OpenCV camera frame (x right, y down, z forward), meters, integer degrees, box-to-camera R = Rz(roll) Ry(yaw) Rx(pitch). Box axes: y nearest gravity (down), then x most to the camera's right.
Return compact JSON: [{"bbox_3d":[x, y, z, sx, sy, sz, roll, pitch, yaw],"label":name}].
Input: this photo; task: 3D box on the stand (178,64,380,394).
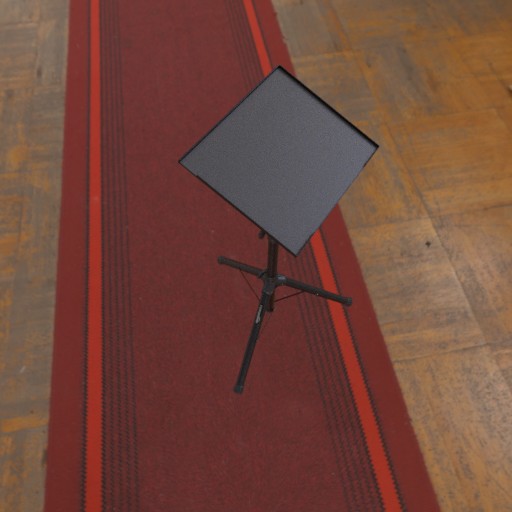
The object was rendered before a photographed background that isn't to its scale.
[{"bbox_3d":[0.000,0.000,1.654,0.702,1.198,0.702,31,64,17],"label":"stand"}]
